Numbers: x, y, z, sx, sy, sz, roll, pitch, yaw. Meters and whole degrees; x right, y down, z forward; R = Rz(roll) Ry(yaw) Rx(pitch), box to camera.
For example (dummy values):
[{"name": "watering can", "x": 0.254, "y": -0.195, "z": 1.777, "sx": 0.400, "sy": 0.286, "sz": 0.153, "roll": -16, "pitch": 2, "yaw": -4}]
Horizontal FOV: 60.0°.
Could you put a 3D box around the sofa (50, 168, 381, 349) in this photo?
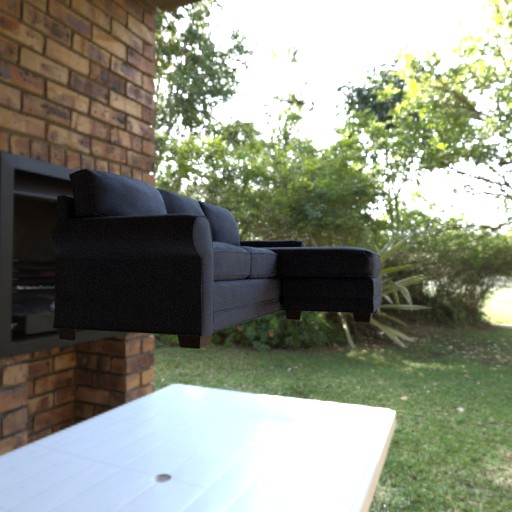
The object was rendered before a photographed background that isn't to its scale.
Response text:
[{"name": "sofa", "x": 0.000, "y": 0.000, "z": 3.504, "sx": 1.780, "sy": 1.063, "sz": 2.567, "roll": -1, "pitch": -2, "yaw": 19}]
